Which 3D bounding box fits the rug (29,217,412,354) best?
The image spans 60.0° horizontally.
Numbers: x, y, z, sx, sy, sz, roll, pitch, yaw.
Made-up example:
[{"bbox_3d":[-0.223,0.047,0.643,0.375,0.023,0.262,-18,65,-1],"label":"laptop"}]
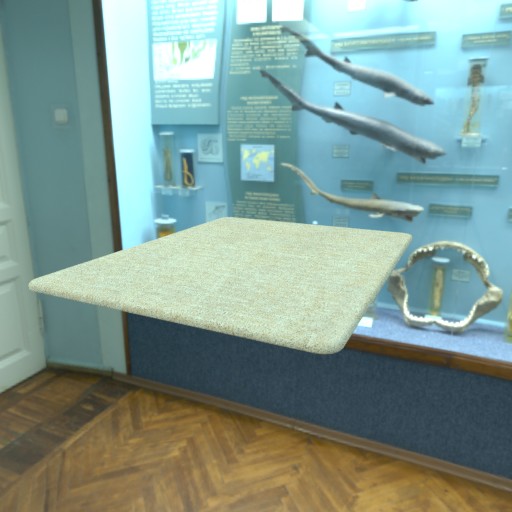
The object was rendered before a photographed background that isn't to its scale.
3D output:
[{"bbox_3d":[0.000,0.000,3.419,2.009,0.048,2.528,7,17,25],"label":"rug"}]
